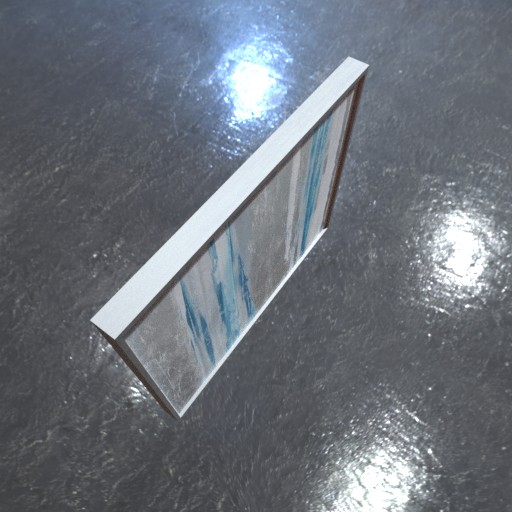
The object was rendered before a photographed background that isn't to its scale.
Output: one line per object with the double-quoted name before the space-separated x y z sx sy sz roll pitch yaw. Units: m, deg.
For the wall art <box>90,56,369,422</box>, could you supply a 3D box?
"wall art" 0.000 0.000 0.779 0.037 0.450 0.557 32 64 18
